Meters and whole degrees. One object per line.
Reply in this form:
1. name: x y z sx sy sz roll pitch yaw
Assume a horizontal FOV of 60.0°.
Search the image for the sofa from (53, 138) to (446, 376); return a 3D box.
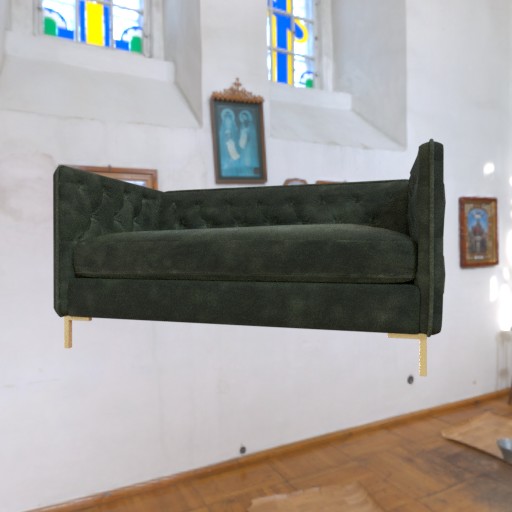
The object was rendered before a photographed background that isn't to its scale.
1. sofa: 0.000 0.000 2.029 1.537 0.768 0.895 0 0 17
